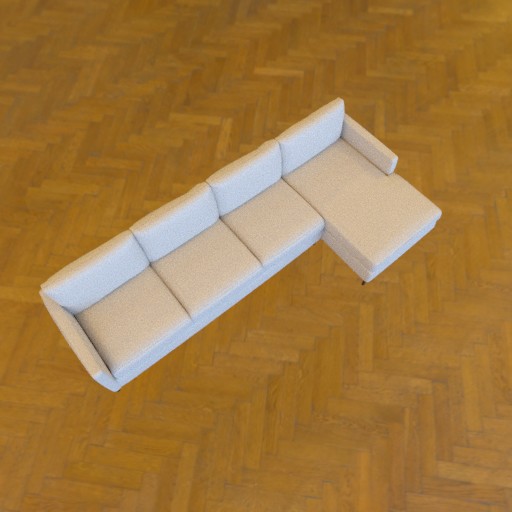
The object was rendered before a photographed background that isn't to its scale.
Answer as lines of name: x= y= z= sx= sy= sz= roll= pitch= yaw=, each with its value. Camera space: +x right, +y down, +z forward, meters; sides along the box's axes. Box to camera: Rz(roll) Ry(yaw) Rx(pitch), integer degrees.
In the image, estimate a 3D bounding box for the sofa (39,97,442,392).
sofa: x=0.000 y=0.000 z=3.231 sx=2.731 sy=0.755 sz=1.258 roll=-36 pitch=68 yaw=-17
